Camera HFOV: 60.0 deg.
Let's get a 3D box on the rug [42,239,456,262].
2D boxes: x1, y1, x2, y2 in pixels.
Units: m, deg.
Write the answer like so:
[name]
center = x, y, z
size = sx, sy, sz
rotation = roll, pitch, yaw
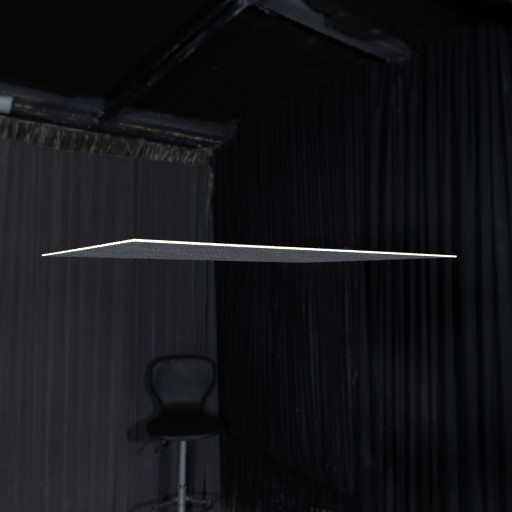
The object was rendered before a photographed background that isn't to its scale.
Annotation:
[rug]
center = 0.000, 0.000, 2.920
size = 2.284, 0.008, 1.522
rotation = 2, -3, -37
